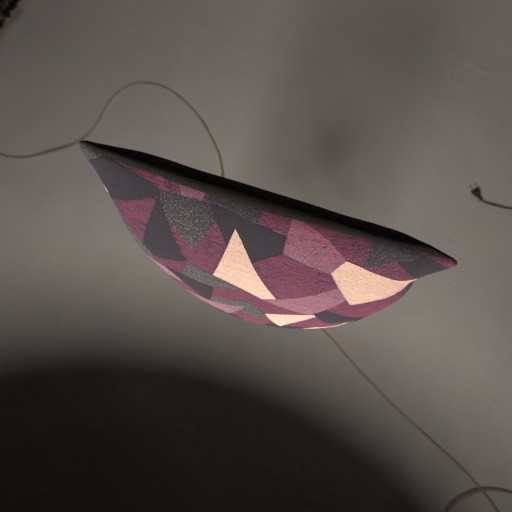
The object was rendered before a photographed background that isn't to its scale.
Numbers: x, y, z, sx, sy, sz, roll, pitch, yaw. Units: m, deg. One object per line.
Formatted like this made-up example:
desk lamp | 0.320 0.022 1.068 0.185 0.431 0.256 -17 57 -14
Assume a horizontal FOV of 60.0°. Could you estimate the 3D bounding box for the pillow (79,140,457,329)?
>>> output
pillow | 0.000 0.000 0.773 0.503 0.496 0.208 18 76 5
